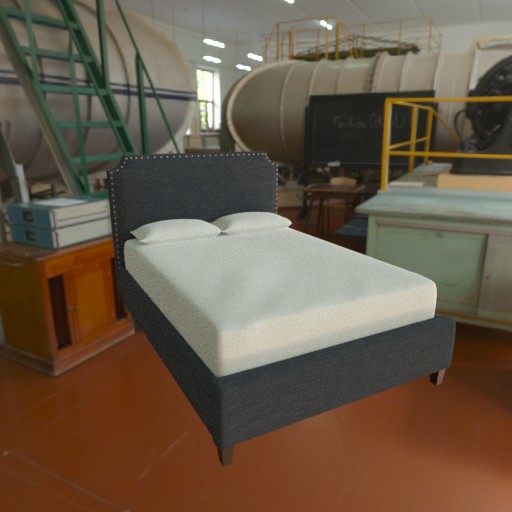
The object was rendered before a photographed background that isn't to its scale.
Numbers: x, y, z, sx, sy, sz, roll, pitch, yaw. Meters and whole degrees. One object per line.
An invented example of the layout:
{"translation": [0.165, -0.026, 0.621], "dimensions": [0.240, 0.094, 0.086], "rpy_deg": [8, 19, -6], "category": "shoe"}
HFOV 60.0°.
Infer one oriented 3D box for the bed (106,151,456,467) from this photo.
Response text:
{"translation": [0.000, 0.000, 3.413], "dimensions": [1.713, 1.443, 2.372], "rpy_deg": [-9, 18, -27], "category": "bed"}
